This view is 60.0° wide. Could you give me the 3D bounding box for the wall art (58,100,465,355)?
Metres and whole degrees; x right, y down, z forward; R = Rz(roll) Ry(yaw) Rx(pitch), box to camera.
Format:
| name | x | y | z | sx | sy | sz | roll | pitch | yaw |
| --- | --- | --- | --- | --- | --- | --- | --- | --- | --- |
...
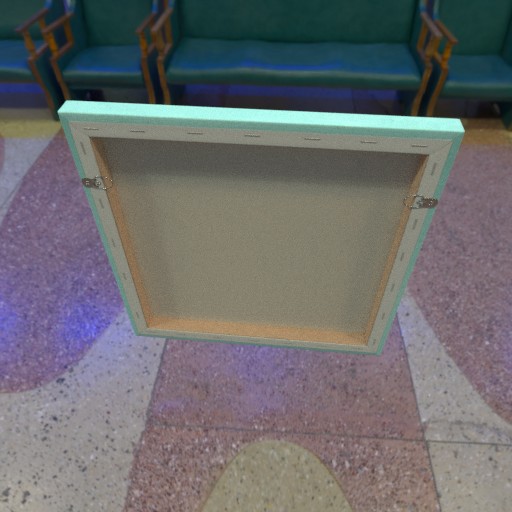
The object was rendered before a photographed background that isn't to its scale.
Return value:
| name | x | y | z | sx | sy | sz | roll | pitch | yaw |
| --- | --- | --- | --- | --- | --- | --- | --- | --- | --- |
| wall art | 0.000 | 0.000 | 1.115 | 0.765 | 0.766 | 0.054 | 4 | 46 | 4 |
